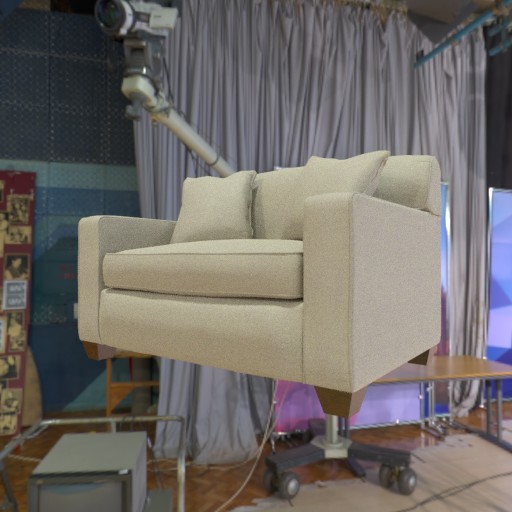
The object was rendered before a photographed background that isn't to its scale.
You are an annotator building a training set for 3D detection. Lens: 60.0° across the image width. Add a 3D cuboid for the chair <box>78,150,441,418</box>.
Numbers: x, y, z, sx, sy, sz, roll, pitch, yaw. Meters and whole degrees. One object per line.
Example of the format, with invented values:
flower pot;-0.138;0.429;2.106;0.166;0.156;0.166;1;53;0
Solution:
chair;0.000;0.000;2.012;1.383;0.948;1.000;0;0;37
